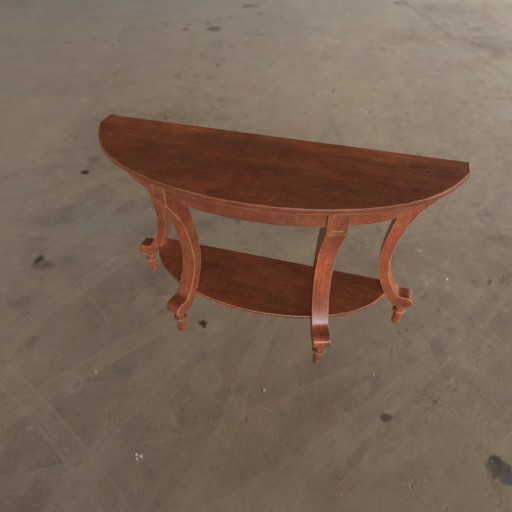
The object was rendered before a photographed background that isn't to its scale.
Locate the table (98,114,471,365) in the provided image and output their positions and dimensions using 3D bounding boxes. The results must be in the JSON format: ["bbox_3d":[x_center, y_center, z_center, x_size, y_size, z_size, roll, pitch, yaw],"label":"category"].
[{"bbox_3d":[0.000,0.000,1.520,1.198,0.699,0.394,11,42,13],"label":"table"}]
